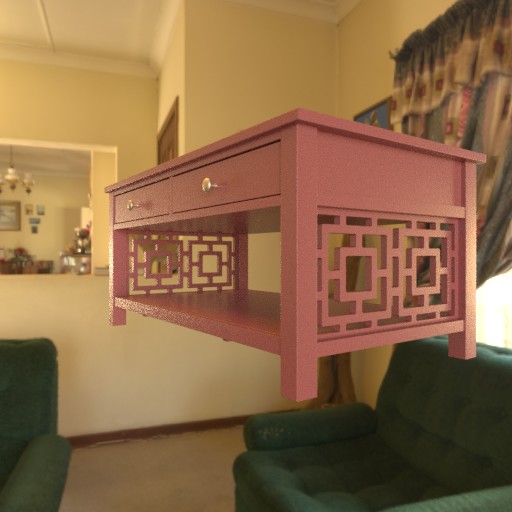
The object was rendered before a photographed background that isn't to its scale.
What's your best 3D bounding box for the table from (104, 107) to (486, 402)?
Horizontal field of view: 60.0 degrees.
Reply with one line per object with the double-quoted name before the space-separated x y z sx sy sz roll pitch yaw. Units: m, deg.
"table" 0.000 0.000 1.334 0.612 0.493 1.068 0 0 -35
